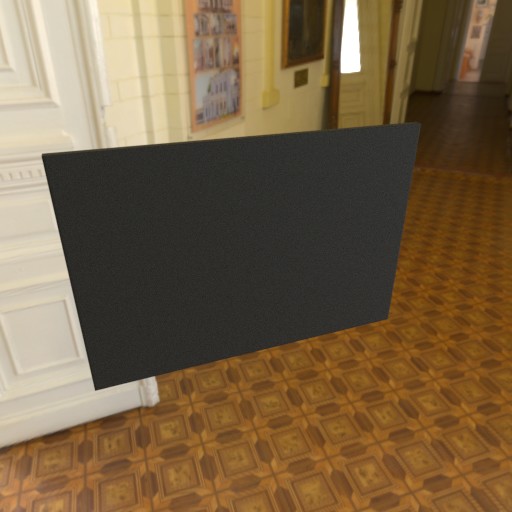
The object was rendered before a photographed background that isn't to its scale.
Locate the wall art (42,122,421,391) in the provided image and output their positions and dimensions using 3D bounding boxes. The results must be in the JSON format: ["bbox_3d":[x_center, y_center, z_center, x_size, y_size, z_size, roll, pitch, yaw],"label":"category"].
[{"bbox_3d":[0.000,0.000,1.237,0.964,0.659,0.049,-9,29,-17],"label":"wall art"}]
